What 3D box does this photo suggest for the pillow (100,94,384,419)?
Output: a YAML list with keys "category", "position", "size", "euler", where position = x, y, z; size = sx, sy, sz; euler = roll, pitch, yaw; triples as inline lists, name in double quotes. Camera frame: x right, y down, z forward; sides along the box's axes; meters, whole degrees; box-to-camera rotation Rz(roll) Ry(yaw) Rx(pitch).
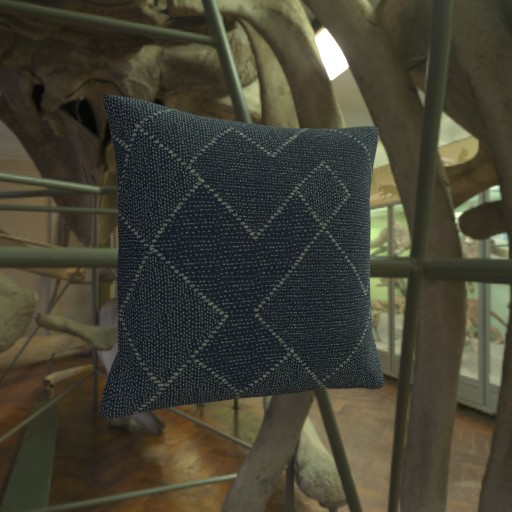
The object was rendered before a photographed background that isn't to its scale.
- category: "pillow"
  position: [0.000, 0.000, 0.658]
  size: [0.435, 0.428, 0.148]
  euler: [0, 0, -19]
